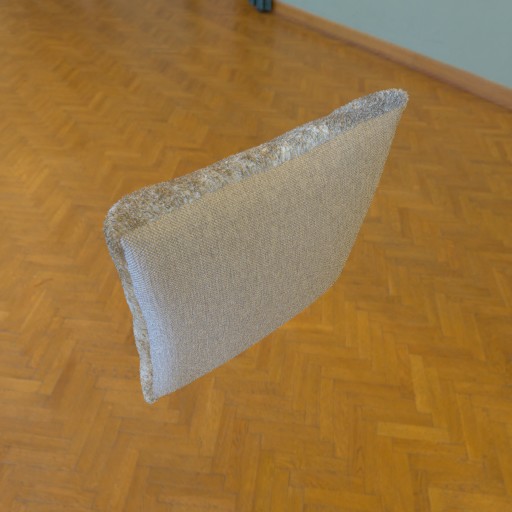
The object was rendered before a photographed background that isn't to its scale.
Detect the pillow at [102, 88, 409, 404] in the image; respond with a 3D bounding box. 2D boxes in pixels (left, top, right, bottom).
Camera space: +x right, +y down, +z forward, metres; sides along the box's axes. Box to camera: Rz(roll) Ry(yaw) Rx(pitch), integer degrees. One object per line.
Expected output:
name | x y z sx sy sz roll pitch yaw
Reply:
pillow | 0.000 0.000 0.795 0.529 0.515 0.218 -30 52 -26
